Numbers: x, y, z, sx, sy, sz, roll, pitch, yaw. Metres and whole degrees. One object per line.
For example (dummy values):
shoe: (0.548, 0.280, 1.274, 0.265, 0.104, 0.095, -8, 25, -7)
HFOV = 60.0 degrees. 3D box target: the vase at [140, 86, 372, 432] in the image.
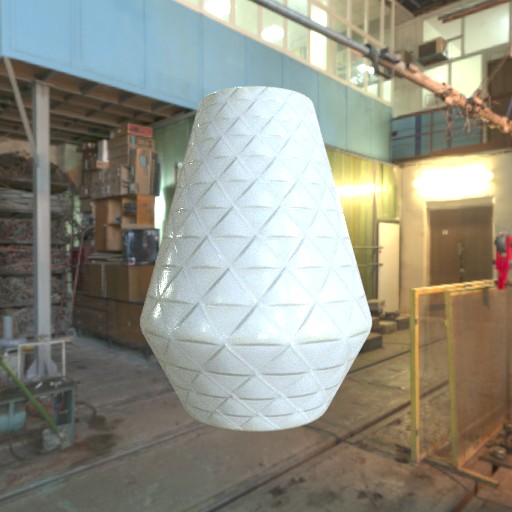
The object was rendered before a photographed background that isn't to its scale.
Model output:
vase: (0.000, 0.000, 0.344, 0.175, 0.230, 0.175, 0, 1, 0)
